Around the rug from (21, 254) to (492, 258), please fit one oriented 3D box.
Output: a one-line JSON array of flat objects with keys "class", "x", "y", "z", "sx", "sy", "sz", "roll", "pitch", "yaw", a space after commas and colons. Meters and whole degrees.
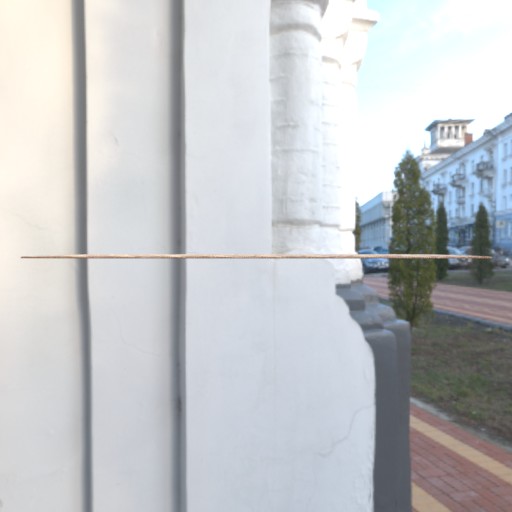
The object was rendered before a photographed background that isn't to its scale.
[{"class": "rug", "x": 0.000, "y": 0.000, "z": 2.627, "sx": 2.437, "sy": 0.013, "sz": 0.685, "roll": 0, "pitch": 1, "yaw": 0}]
